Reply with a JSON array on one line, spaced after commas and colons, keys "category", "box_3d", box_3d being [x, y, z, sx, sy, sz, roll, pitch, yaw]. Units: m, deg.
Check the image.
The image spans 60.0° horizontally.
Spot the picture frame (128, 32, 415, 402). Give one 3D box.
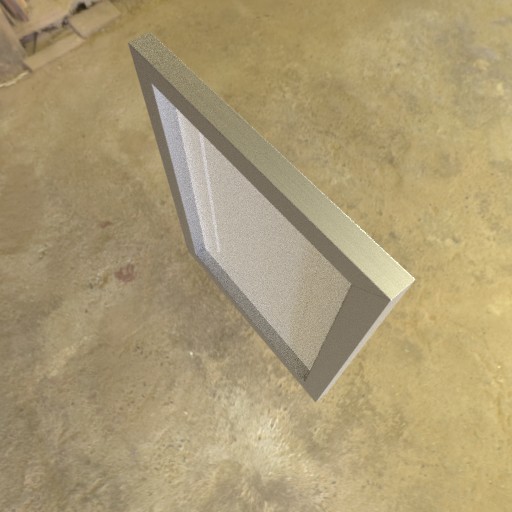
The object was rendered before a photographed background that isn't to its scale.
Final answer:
[{"category": "picture frame", "box_3d": [0.000, 0.000, 0.505, 0.036, 0.386, 0.307, -36, 68, -17]}]
